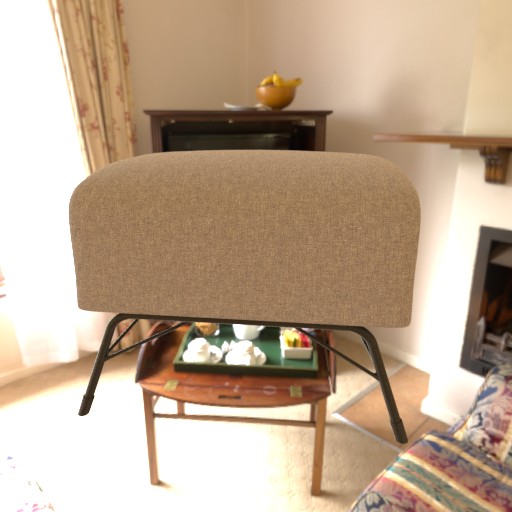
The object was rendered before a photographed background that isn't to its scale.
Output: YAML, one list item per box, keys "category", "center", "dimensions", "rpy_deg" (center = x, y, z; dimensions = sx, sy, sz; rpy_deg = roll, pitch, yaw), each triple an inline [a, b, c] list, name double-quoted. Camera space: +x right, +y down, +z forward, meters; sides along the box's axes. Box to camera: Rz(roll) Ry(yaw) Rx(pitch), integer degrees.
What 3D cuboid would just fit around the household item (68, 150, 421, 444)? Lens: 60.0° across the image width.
- category: "household item"
  center: [0.000, 0.000, 0.888]
  dimensions: [0.530, 0.410, 0.530]
  rpy_deg: [2, 17, 7]
